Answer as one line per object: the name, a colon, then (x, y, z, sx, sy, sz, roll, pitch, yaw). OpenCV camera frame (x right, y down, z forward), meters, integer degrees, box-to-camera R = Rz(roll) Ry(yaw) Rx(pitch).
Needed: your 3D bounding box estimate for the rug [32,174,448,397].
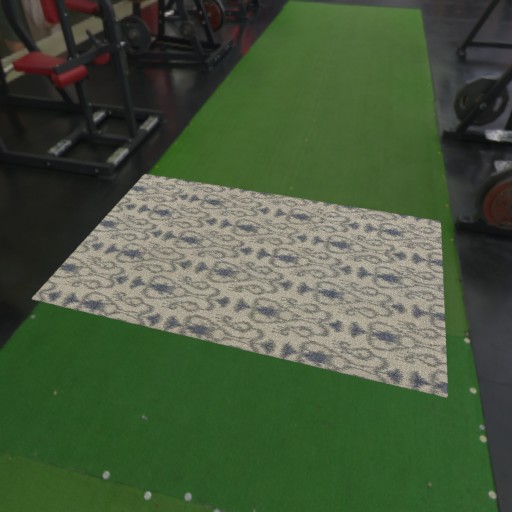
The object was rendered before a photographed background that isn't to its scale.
rug: (0.000, 0.000, 2.045, 1.652, 0.006, 1.035, 11, 43, 12)
